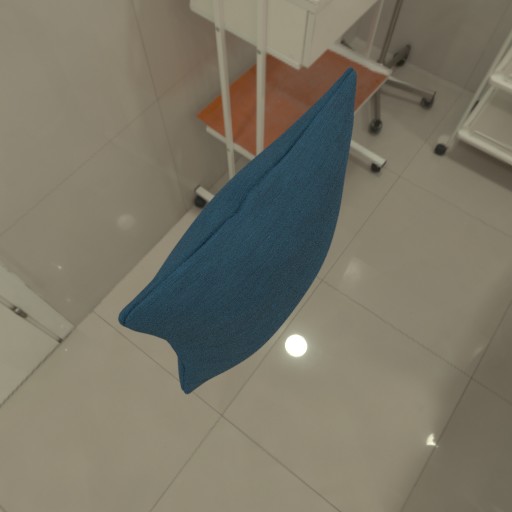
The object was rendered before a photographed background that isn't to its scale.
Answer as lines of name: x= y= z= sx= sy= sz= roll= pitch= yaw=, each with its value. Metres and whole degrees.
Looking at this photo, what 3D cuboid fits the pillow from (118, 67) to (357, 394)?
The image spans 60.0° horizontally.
pillow: x=0.000 y=0.000 z=0.689 sx=0.177 sy=0.420 sz=0.437 roll=34 pitch=68 yaw=16
